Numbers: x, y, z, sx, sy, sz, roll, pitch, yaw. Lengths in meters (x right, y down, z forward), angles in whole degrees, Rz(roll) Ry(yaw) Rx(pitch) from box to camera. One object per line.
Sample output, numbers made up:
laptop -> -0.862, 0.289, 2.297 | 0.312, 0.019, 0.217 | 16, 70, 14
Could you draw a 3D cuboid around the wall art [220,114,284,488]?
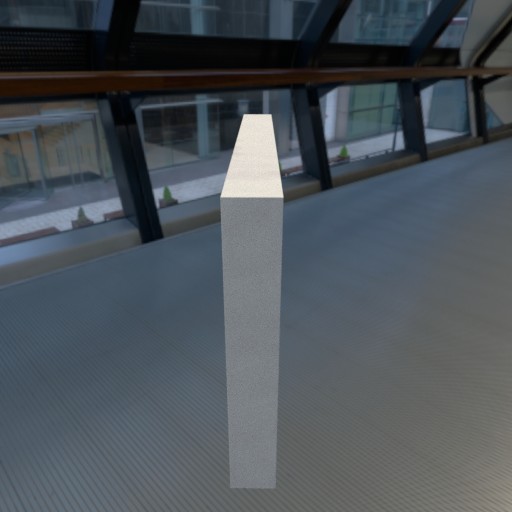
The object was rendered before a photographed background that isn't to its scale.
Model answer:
wall art -> 0.000, 0.000, 0.492 | 0.038, 0.254, 0.381 | 0, 25, 1
